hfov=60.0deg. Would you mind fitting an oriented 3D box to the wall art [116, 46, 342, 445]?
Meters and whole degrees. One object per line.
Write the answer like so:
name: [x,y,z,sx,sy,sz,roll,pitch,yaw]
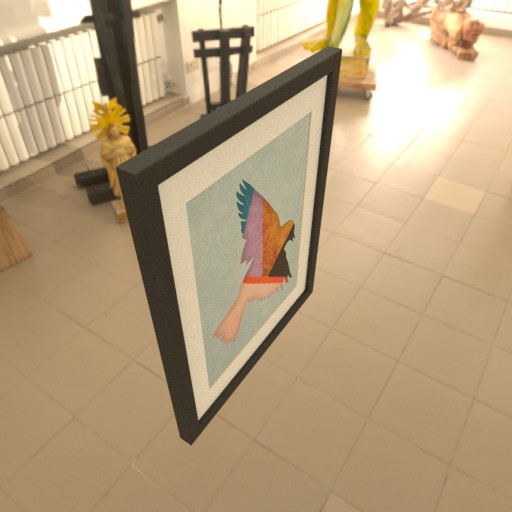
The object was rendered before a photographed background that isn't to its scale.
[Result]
wall art: [0.000,0.000,0.754,0.028,0.558,0.457,24,47,25]
